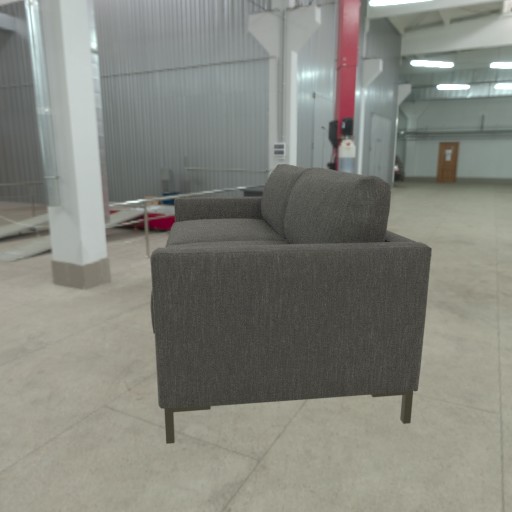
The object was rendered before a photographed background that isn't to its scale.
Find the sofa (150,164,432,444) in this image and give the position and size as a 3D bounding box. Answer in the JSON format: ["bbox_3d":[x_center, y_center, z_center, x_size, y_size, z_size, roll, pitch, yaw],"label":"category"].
[{"bbox_3d":[0.000,0.000,2.136,0.875,0.840,1.682,-2,13,-8],"label":"sofa"}]
